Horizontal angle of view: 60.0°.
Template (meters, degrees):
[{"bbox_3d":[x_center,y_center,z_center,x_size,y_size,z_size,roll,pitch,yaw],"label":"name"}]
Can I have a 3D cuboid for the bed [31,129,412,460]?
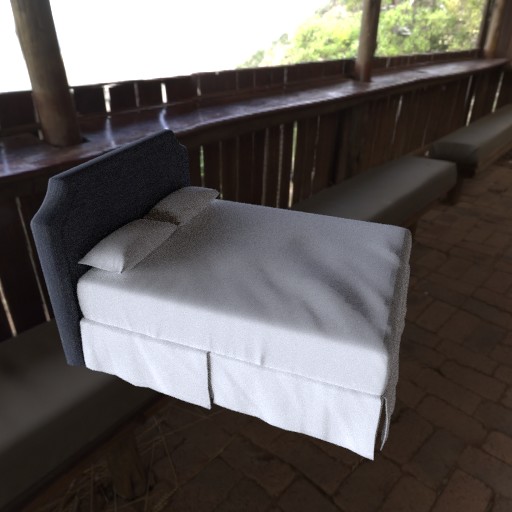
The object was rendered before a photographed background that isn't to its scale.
[{"bbox_3d":[0.000,0.000,3.065,2.116,1.290,1.693,11,31,18],"label":"bed"}]
